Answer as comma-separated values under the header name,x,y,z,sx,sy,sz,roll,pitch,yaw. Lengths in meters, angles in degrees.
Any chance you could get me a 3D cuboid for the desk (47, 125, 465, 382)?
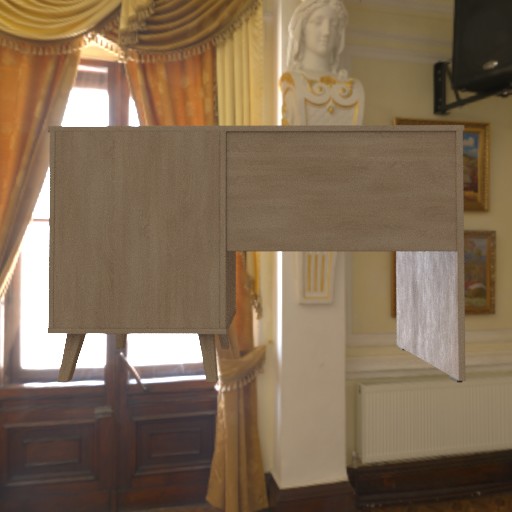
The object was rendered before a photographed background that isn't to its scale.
name,x,y,z,sx,sy,sz,roll,pitch,yaw
desk,0.000,0.000,1.621,1.251,0.770,0.600,0,-1,0
